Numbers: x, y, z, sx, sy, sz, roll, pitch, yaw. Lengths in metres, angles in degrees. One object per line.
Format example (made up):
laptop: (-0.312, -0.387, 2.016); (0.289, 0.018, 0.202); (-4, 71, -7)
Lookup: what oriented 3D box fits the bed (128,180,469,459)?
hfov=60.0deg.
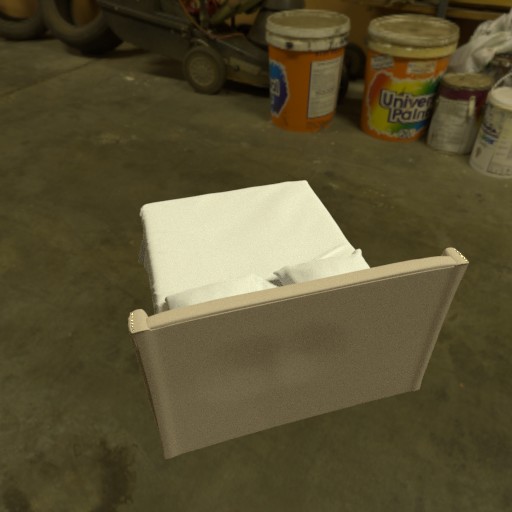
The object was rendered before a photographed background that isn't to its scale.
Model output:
bed: (0.000, 0.000, 3.562); (1.925, 1.332, 2.276); (-10, 41, -12)
